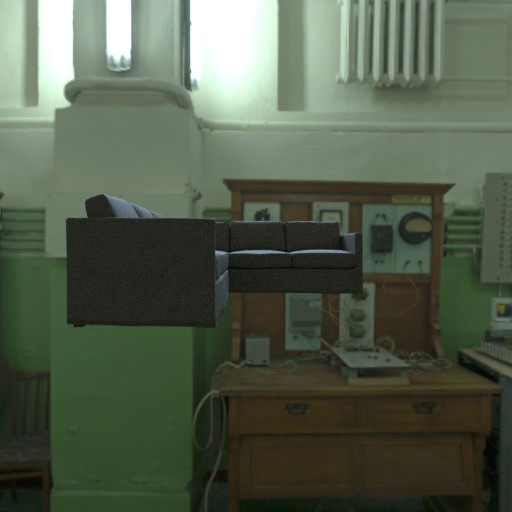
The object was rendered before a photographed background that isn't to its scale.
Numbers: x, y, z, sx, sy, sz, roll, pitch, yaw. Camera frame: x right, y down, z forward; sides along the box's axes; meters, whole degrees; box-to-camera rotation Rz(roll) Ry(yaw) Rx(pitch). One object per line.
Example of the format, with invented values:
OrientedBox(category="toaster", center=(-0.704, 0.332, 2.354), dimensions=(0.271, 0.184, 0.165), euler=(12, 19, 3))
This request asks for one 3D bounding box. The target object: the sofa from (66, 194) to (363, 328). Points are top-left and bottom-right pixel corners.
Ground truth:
OrientedBox(category="sofa", center=(0.000, 0.000, 4.333), dimensions=(2.432, 0.871, 3.182), euler=(0, 1, -1))
